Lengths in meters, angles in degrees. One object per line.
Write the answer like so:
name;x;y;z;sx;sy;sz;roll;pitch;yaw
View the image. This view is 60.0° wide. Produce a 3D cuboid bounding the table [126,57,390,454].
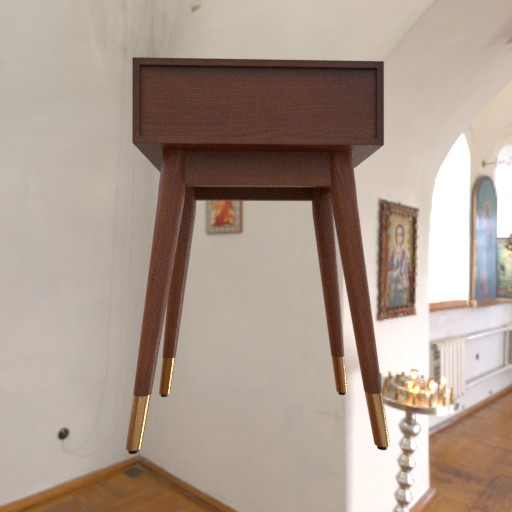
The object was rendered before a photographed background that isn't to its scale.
table;0.000;0.000;0.822;0.406;0.599;0.300;0;0;-2
